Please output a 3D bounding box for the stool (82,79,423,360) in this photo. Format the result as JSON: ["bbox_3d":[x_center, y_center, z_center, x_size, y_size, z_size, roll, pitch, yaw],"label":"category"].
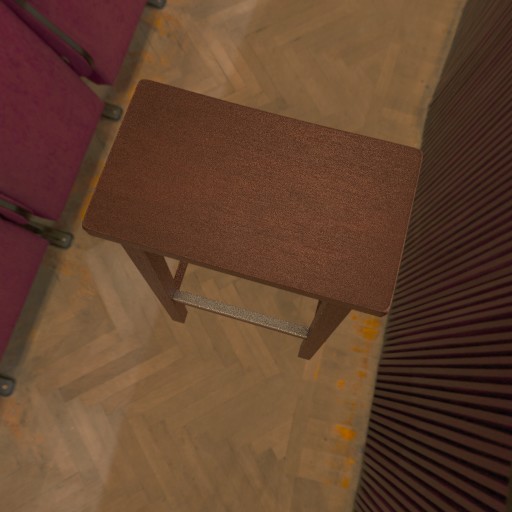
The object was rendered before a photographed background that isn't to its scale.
[{"bbox_3d":[0.000,0.000,0.940,0.406,0.742,0.322,16,77,4],"label":"stool"}]
